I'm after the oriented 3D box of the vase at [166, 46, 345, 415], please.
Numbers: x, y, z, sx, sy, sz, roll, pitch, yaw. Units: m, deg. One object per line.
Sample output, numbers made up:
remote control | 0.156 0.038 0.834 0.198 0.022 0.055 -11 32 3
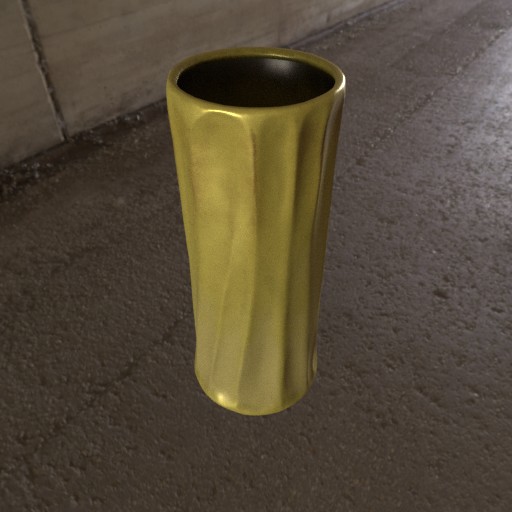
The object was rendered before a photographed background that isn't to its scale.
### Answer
vase | 0.000 0.000 0.177 0.061 0.143 0.061 0 42 0
